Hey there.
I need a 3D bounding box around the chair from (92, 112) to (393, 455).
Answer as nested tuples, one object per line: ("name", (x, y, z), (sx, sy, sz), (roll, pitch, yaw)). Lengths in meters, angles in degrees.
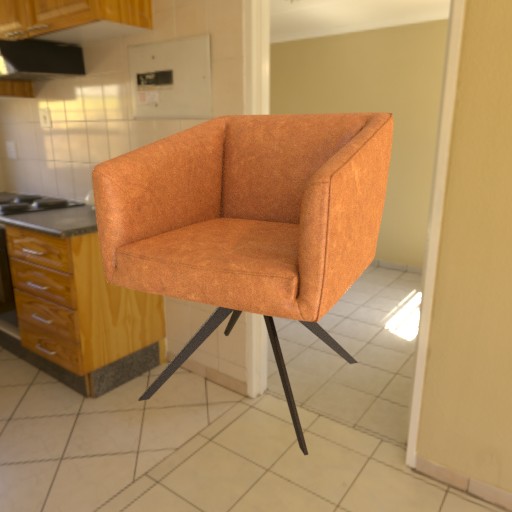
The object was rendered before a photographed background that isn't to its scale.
("chair", (0.000, 0.000, 1.209), (0.588, 0.760, 0.625), (7, 17, 25))
